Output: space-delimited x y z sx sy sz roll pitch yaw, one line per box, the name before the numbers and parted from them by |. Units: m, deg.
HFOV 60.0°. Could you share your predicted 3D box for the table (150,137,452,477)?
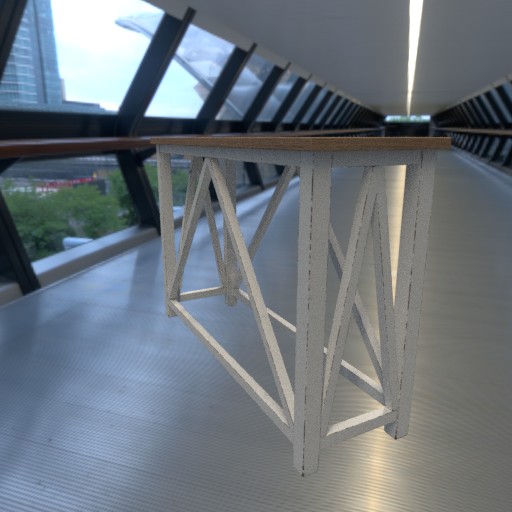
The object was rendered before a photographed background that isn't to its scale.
table | 0.000 0.000 1.801 0.450 0.930 1.400 -8 17 -26
